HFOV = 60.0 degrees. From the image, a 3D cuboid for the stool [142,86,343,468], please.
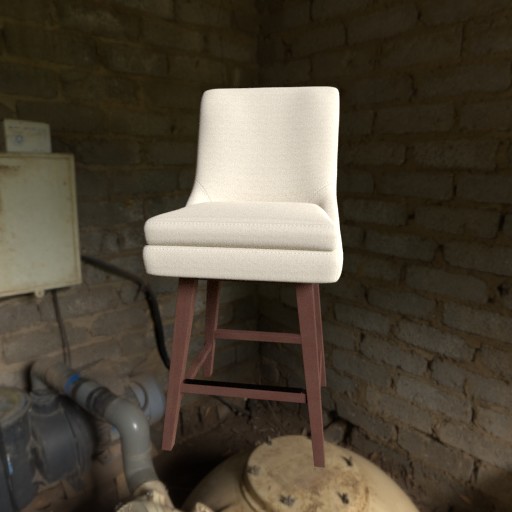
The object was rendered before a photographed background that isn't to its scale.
[{"bbox_3d":[0.000,0.000,1.292,0.483,0.991,0.559,2,13,9],"label":"stool"}]
